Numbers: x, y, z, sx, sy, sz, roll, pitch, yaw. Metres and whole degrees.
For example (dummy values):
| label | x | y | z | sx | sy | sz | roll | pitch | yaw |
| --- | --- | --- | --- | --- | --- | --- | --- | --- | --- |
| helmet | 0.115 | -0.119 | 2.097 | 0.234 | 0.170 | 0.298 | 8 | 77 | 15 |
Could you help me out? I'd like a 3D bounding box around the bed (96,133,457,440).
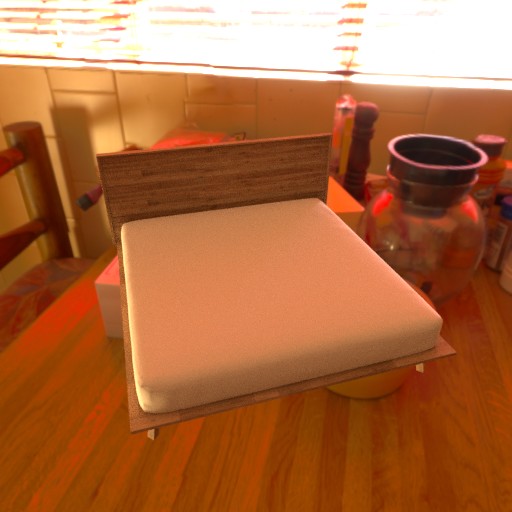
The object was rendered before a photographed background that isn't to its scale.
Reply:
| label | x | y | z | sx | sy | sz | roll | pitch | yaw |
| --- | --- | --- | --- | --- | --- | --- | --- | --- | --- |
| bed | 0.000 | 0.000 | 3.343 | 2.116 | 1.100 | 2.167 | -9 | 33 | -14 |
